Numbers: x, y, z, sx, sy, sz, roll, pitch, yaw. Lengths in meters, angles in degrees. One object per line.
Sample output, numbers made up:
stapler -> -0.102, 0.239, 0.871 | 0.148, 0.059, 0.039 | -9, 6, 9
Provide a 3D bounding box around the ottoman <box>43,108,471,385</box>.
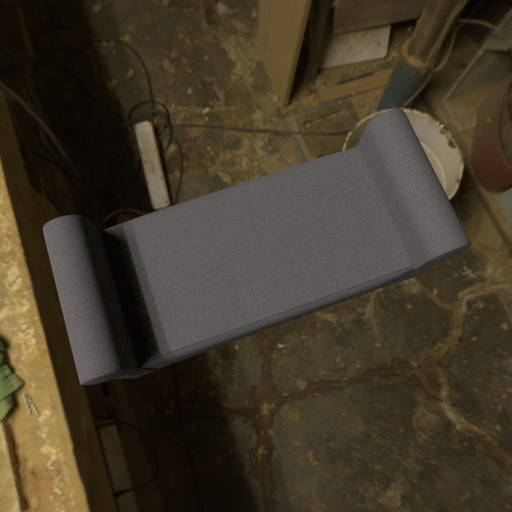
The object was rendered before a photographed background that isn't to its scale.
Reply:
ottoman -> 0.000, 0.000, 1.606 | 1.256, 0.547, 0.521 | -19, 76, -5
